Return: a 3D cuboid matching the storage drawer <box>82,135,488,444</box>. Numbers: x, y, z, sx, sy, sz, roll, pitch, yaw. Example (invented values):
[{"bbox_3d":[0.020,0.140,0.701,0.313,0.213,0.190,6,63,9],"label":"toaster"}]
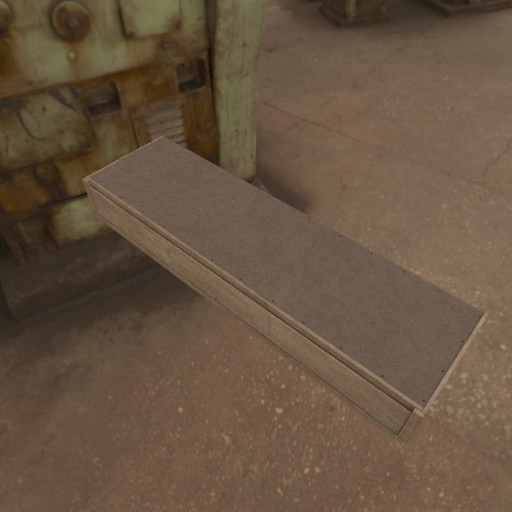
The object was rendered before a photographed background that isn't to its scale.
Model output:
[{"bbox_3d":[0.000,0.000,2.271,2.072,0.274,0.591,33,55,26],"label":"storage drawer"}]
